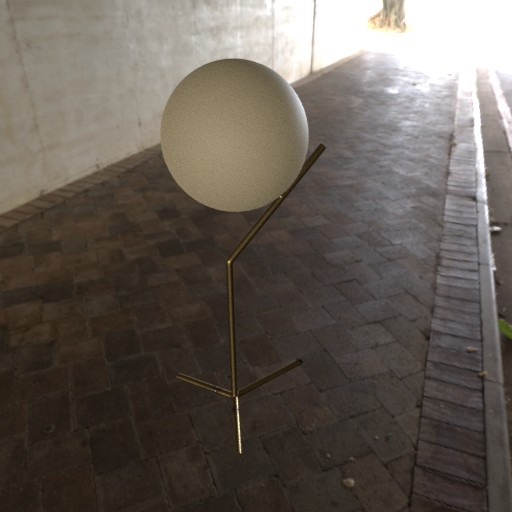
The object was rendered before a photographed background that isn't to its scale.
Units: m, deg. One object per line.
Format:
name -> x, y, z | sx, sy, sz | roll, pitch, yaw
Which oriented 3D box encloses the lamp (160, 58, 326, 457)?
lamp -> 0.000, 0.000, 0.671 | 0.251, 0.552, 0.210 | -19, 35, -30
